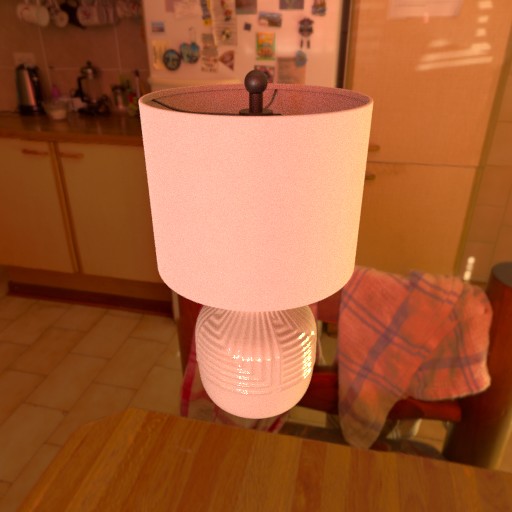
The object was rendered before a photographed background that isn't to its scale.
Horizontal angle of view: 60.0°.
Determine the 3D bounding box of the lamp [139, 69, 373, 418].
[{"bbox_3d":[0.000,0.000,0.730,0.318,0.567,0.318,0,27,0],"label":"lamp"}]
